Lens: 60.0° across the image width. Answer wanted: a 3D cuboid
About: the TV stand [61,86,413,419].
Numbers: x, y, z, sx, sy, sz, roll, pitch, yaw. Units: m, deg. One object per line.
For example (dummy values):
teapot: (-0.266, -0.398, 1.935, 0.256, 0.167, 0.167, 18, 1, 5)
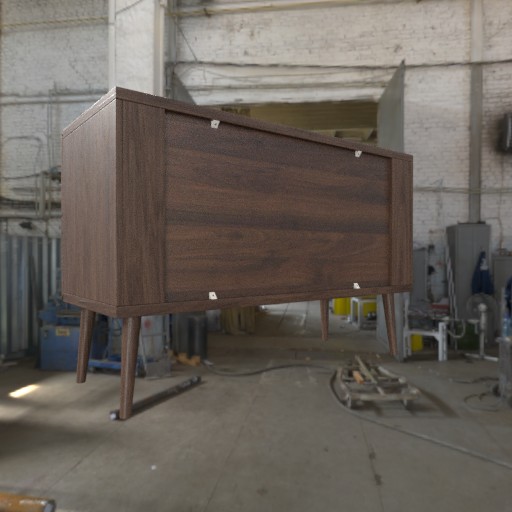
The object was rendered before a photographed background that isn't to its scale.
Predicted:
TV stand: (0.000, 0.000, 1.315, 0.990, 0.660, 0.405, 0, 1, -37)
